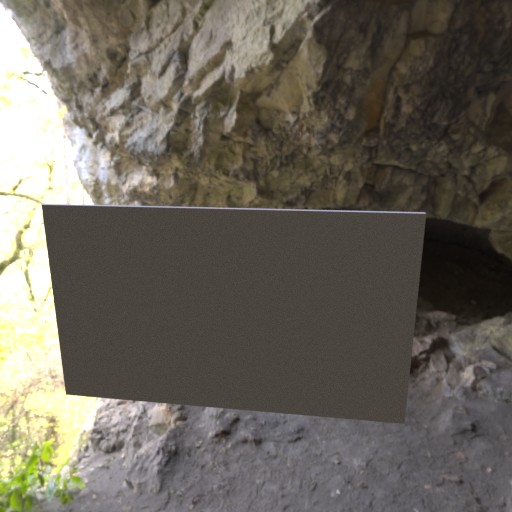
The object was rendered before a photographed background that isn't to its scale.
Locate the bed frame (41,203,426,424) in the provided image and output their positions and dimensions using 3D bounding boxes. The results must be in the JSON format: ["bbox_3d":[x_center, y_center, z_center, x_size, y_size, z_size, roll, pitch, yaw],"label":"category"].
[{"bbox_3d":[0.000,0.000,3.071,1.711,1.001,2.100,2,16,8],"label":"bed frame"}]
